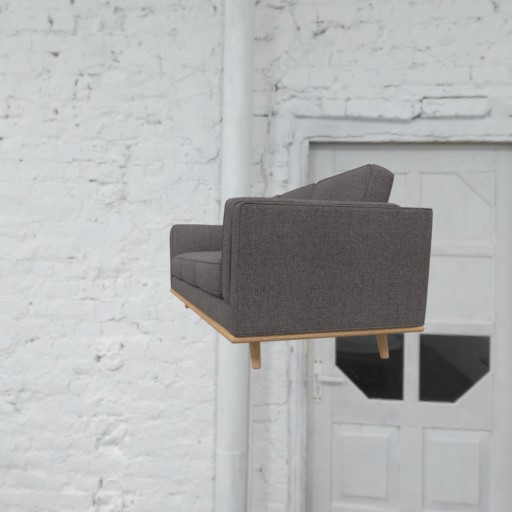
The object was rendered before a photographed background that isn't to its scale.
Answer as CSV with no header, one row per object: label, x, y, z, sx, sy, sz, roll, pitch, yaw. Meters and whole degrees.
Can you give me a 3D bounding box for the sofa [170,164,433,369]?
sofa,0.000,0.000,2.850,0.903,0.899,2.362,0,1,-17
